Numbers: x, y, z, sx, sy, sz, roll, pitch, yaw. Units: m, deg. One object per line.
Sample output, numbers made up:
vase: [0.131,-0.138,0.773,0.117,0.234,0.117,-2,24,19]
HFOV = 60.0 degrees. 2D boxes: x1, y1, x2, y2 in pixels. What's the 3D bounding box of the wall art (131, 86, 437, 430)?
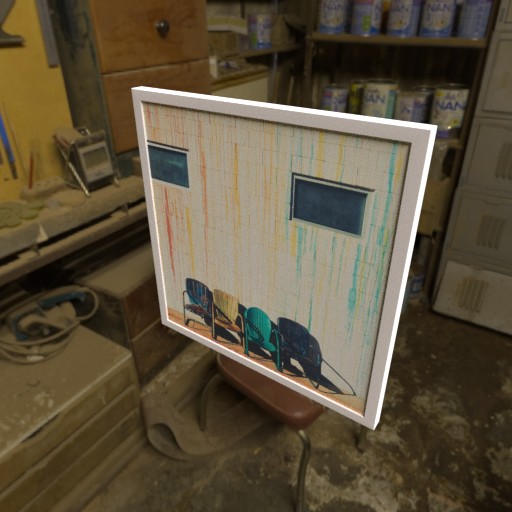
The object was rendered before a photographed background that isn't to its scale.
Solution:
wall art: [0.000,0.000,1.149,0.760,0.760,0.036,19,35,30]
